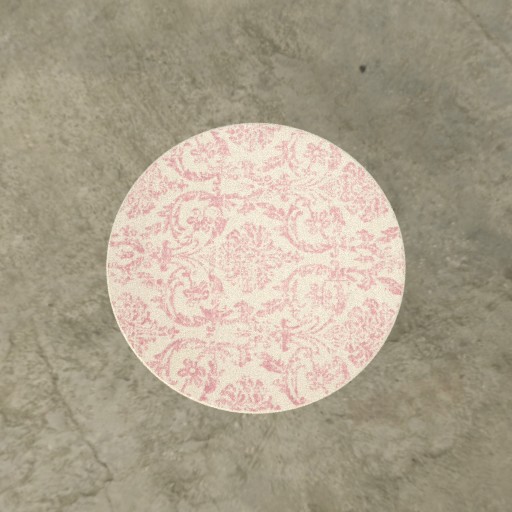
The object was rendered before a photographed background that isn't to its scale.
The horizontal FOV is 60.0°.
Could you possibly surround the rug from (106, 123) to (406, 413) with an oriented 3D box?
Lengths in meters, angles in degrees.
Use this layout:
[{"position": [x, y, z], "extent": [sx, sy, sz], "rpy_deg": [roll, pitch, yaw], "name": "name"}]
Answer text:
[{"position": [0.000, 0.000, 2.367], "extent": [1.593, 0.012, 1.593], "rpy_deg": [0, 76, 0], "name": "rug"}]
